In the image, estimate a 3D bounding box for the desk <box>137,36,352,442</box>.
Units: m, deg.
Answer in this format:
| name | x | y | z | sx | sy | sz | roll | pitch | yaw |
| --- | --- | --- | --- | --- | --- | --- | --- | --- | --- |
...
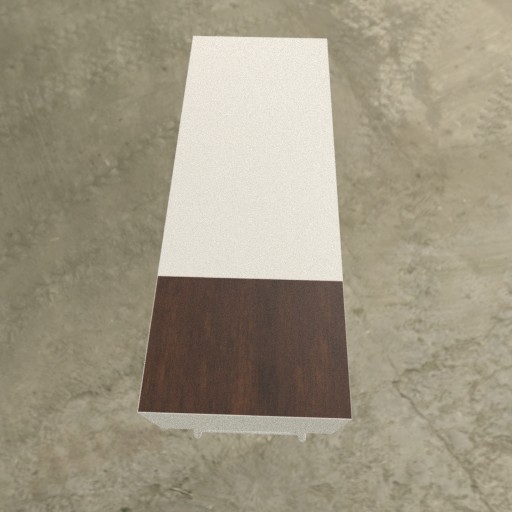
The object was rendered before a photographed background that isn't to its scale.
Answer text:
| name | x | y | z | sx | sy | sz | roll | pitch | yaw |
| --- | --- | --- | --- | --- | --- | --- | --- | --- | --- |
| desk | 0.000 | 0.000 | 1.405 | 0.409 | 0.761 | 1.069 | 2 | 62 | 1 |
